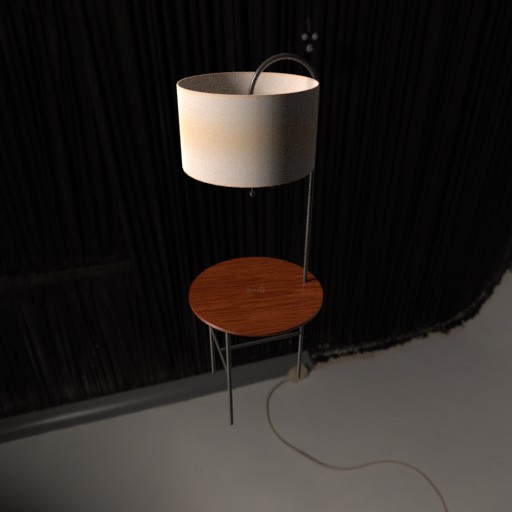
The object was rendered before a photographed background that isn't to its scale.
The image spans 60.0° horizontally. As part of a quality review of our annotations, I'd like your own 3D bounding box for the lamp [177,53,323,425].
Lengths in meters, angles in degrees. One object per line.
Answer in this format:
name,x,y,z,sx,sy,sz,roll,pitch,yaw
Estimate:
lamp,0.000,0.000,1.823,0.573,1.517,0.573,0,30,0
